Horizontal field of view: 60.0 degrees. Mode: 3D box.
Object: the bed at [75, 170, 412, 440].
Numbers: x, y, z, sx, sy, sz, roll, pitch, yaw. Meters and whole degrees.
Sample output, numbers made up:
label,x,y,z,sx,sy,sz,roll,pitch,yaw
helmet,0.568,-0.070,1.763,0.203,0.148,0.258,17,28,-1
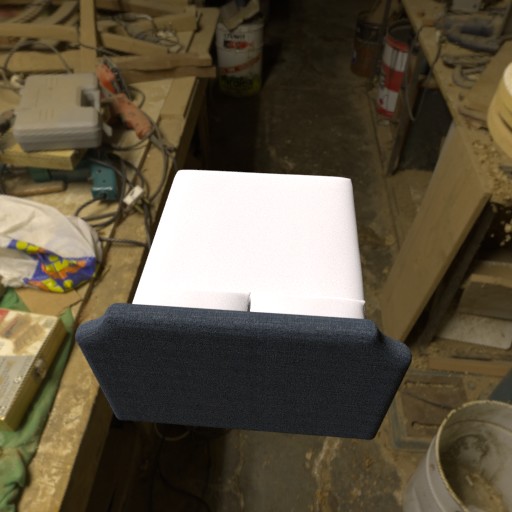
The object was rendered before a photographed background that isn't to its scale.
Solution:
label,x,y,z,sx,sy,sz,roll,pitch,yaw
bed,0.000,0.000,3.405,1.828,1.297,2.208,3,47,3
